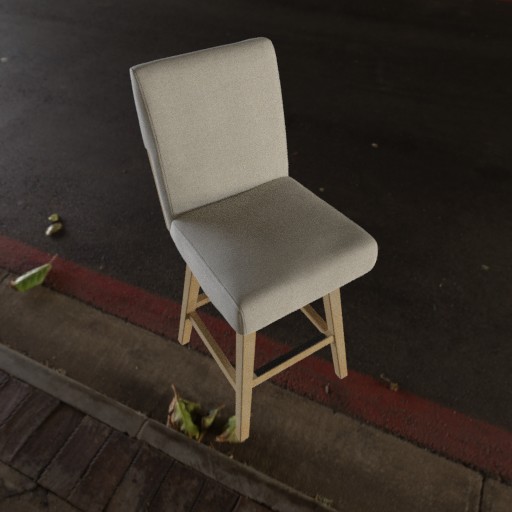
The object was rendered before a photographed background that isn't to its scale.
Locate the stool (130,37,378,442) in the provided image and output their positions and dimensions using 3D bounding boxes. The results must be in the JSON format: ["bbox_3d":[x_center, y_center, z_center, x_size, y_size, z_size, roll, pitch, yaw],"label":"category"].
[{"bbox_3d":[0.000,0.000,1.297,0.446,1.015,0.543,-24,50,-22],"label":"stool"}]
